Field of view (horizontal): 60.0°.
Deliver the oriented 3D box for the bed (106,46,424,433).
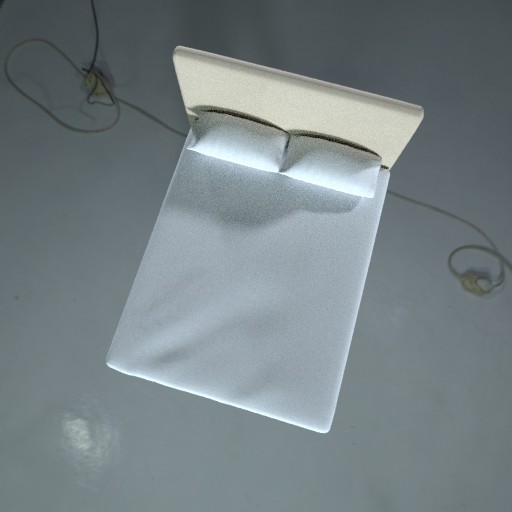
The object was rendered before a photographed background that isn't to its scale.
[{"bbox_3d":[0.000,0.000,3.182,1.723,1.330,2.142,16,76,4],"label":"bed"}]
